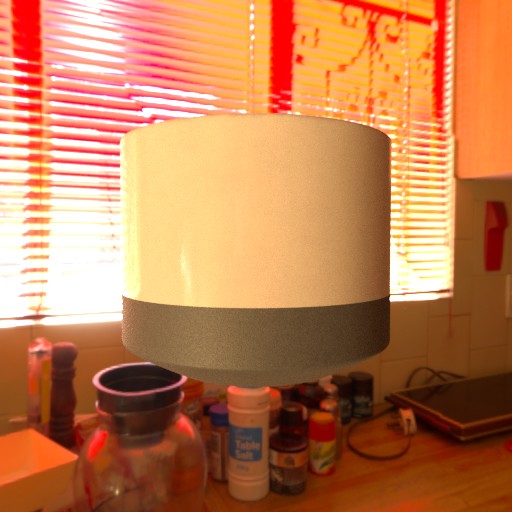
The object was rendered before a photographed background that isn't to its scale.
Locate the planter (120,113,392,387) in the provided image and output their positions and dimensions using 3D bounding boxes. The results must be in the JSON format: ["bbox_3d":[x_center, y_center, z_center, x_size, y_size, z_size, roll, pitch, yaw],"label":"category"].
[{"bbox_3d":[0.000,0.000,0.221,0.128,0.105,0.128,0,2,0],"label":"planter"}]
